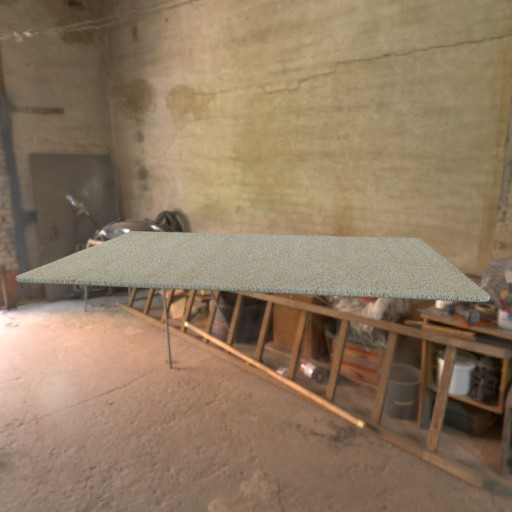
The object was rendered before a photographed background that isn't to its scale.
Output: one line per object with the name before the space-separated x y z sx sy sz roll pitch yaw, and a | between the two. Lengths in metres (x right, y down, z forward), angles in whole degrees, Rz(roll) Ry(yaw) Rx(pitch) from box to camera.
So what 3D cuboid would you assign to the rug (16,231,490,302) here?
rug | 0.000 0.000 2.858 2.349 0.026 1.500 2 13 8
